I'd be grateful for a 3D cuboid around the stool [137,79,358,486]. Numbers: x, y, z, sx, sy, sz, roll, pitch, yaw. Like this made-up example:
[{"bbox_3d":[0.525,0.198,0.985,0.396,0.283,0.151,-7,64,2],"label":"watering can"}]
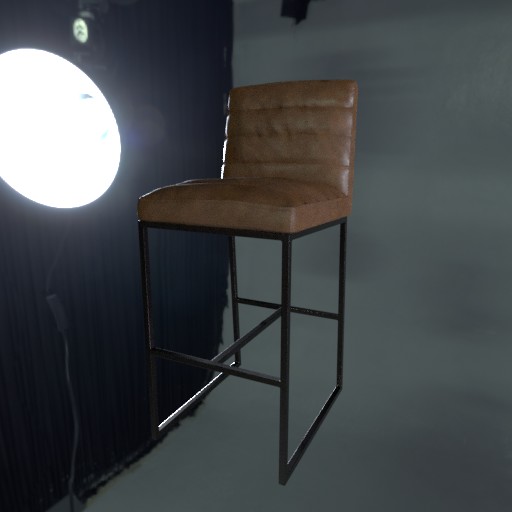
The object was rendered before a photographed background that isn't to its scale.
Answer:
[{"bbox_3d":[0.000,0.000,1.354,0.463,1.065,0.562,7,15,26],"label":"stool"}]
